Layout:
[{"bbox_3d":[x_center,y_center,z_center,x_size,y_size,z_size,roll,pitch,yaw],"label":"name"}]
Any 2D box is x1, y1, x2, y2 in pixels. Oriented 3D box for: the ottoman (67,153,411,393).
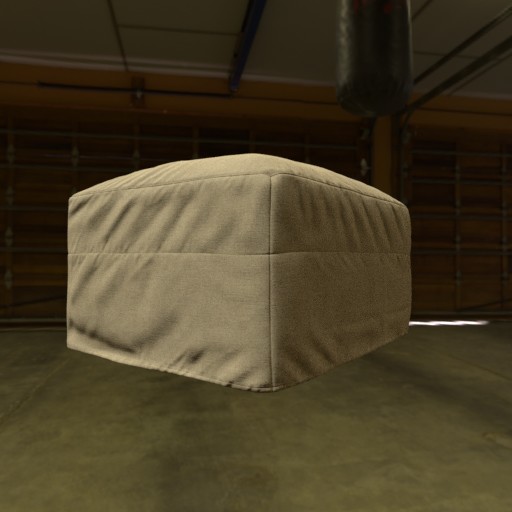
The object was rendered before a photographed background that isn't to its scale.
[{"bbox_3d":[0.000,0.000,1.267,0.683,0.481,0.837,0,-1,36],"label":"ottoman"}]
